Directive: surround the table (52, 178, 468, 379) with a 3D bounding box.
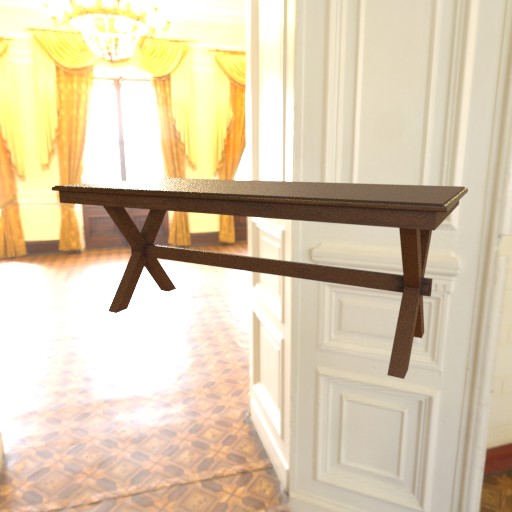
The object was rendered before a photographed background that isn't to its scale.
[{"bbox_3d":[0.000,0.000,1.471,1.197,0.459,0.594,7,14,28],"label":"table"}]
